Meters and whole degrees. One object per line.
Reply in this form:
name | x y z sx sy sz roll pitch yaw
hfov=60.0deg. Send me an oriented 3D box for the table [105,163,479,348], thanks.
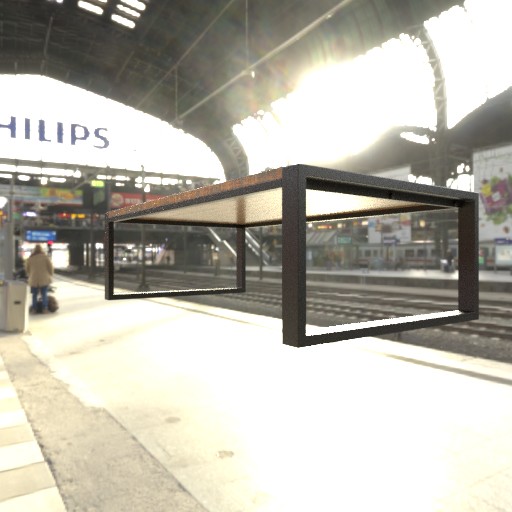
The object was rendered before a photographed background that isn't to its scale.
table | 0.000 0.000 1.718 0.750 0.400 1.350 0 0 -36
